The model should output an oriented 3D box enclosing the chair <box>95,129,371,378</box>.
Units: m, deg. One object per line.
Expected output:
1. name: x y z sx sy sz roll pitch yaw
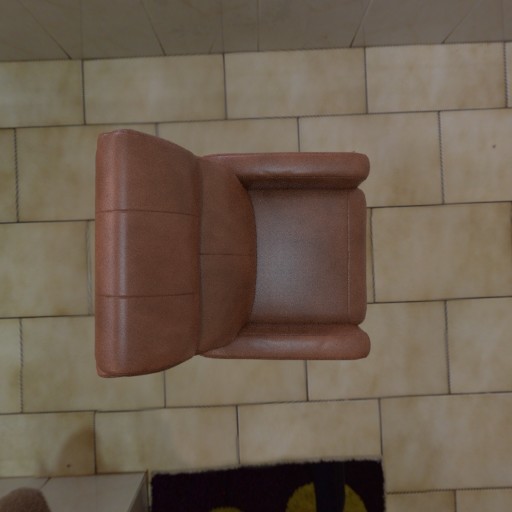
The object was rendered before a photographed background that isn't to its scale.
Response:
1. chair: 0.000 0.000 1.693 0.939 1.016 0.787 0 89 0
